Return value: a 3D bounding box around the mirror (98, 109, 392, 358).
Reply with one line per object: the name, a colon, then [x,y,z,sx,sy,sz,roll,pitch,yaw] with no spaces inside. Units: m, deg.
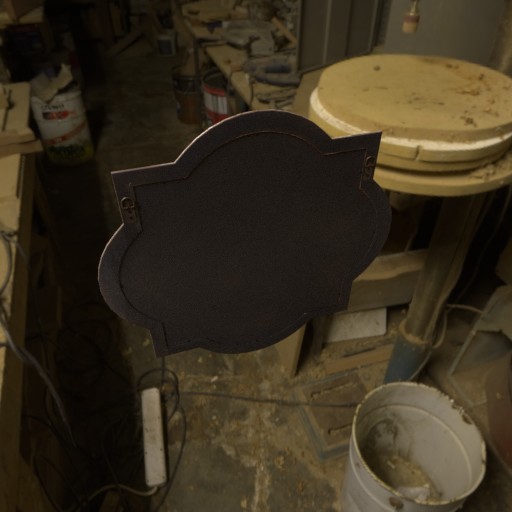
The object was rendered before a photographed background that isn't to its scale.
mirror: [0.000,0.000,1.037,0.686,0.686,0.019,-12,42,-13]
